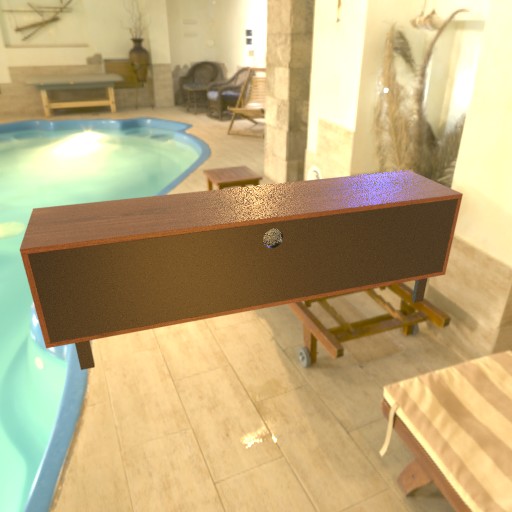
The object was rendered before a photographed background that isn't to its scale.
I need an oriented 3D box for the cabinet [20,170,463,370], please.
[{"bbox_3d":[0.000,0.000,1.864,1.650,0.500,0.400,-8,28,-16],"label":"cabinet"}]
